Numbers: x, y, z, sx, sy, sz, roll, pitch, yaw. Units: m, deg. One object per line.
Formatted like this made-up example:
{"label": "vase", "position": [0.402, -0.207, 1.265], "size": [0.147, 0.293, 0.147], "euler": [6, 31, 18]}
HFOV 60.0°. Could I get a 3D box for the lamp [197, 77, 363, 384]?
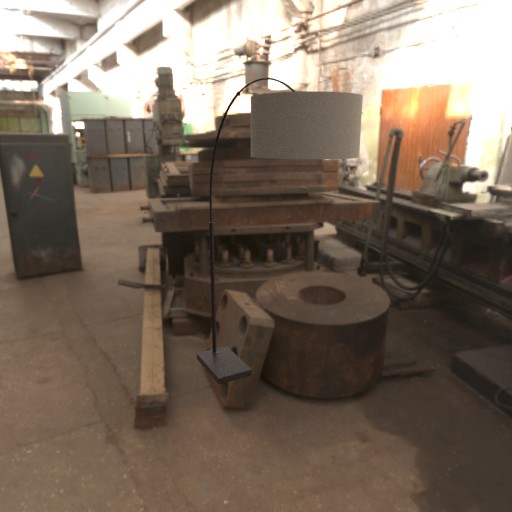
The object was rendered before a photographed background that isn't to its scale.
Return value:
{"label": "lamp", "position": [0.000, 0.000, 2.584], "size": [0.493, 1.927, 1.424], "euler": [-8, 17, -28]}
